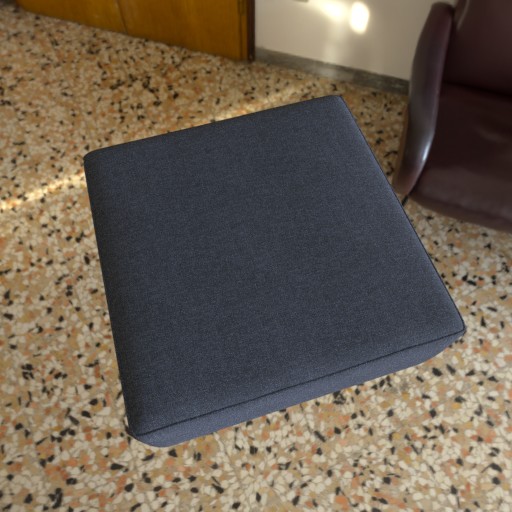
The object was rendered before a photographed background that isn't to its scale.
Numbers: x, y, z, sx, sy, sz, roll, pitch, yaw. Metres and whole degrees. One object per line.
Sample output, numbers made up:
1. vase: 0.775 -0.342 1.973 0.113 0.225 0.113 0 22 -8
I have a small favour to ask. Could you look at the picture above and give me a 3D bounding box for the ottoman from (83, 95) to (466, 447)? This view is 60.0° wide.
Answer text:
1. ottoman: 0.000 0.000 1.552 1.000 0.439 1.000 -16 64 -8
